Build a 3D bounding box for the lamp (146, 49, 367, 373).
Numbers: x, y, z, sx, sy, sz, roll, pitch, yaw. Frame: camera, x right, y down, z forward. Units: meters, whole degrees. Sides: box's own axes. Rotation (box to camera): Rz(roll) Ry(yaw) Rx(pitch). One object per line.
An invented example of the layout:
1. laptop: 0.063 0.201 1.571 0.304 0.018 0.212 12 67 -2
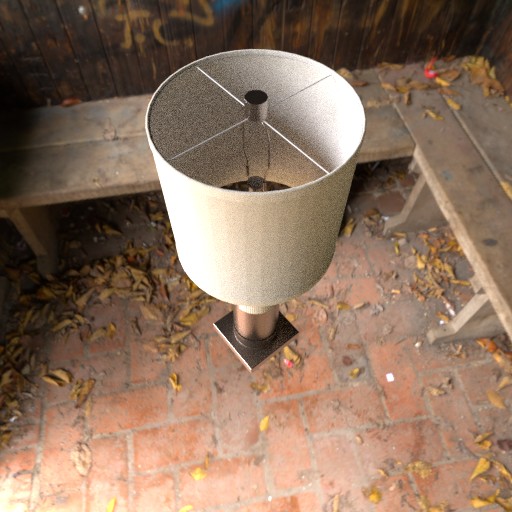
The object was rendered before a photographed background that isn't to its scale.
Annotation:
1. lamp: 0.000 0.000 0.606 0.202 0.509 0.202 -34 63 -20
